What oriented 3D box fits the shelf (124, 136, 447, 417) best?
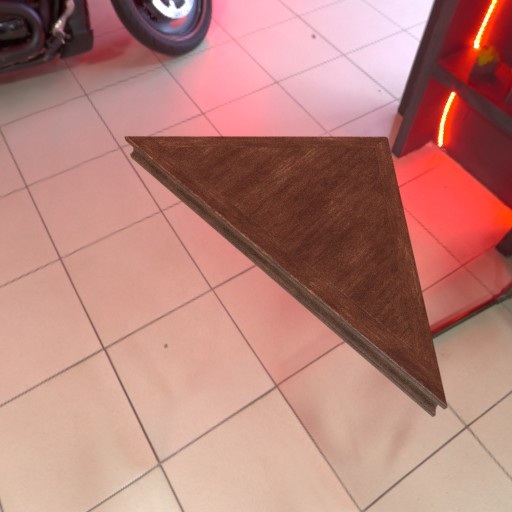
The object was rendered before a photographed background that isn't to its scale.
[{"bbox_3d":[0.000,0.000,0.434,0.296,0.035,0.296,0,58,0],"label":"shelf"}]
